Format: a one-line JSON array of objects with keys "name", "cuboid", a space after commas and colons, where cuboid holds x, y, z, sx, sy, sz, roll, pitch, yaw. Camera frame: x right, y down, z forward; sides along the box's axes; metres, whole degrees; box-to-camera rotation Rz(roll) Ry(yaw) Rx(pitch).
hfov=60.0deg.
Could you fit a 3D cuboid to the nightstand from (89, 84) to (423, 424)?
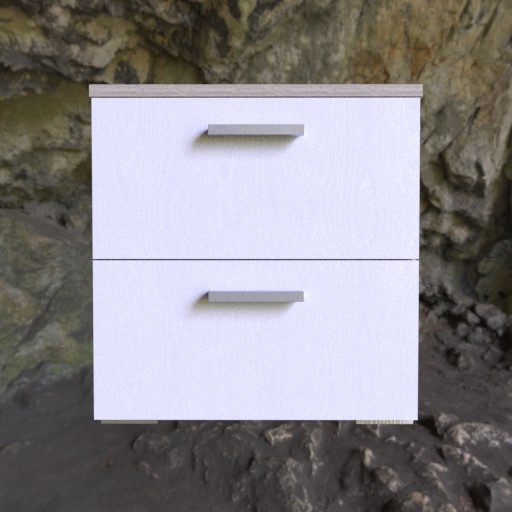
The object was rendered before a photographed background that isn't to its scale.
[{"name": "nightstand", "cuboid": [0.000, 0.000, 0.738, 0.442, 0.461, 0.325, 0, 1, 0]}]
